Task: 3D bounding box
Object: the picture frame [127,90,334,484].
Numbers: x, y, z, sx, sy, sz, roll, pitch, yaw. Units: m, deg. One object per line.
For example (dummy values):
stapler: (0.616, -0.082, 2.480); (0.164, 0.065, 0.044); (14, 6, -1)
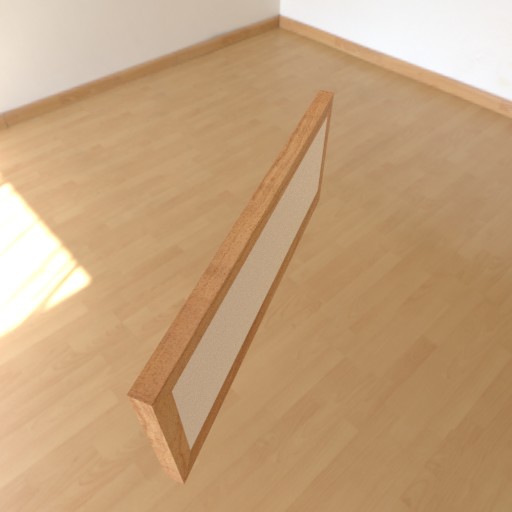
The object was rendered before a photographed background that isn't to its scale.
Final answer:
picture frame: (0.000, 0.000, 0.652); (0.045, 0.234, 0.582); (17, 50, 15)
